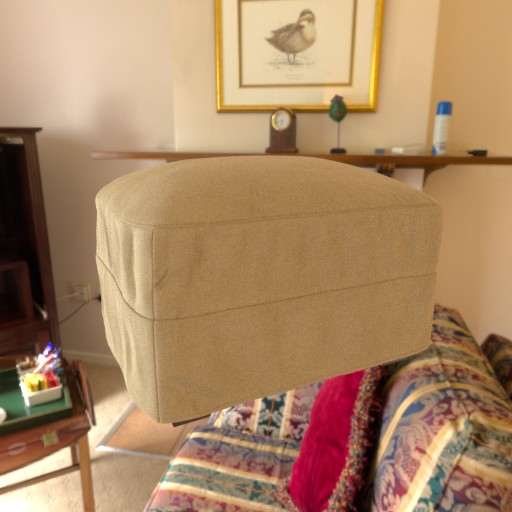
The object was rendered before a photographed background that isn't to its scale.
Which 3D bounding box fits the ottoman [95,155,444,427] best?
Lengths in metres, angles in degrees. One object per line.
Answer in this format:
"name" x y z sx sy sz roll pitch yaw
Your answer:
"ottoman" 0.000 0.000 1.088 0.712 0.480 0.584 -7 17 -26
